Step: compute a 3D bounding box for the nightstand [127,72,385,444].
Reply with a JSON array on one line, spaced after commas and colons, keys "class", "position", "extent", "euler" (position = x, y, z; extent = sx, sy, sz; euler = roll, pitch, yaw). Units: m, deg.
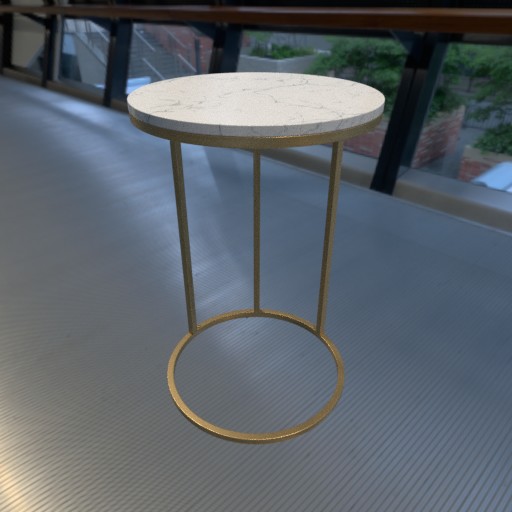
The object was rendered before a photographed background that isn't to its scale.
[{"class": "nightstand", "position": [0.000, 0.000, 0.866], "extent": [0.400, 0.610, 0.400], "euler": [0, 31, 1]}]
